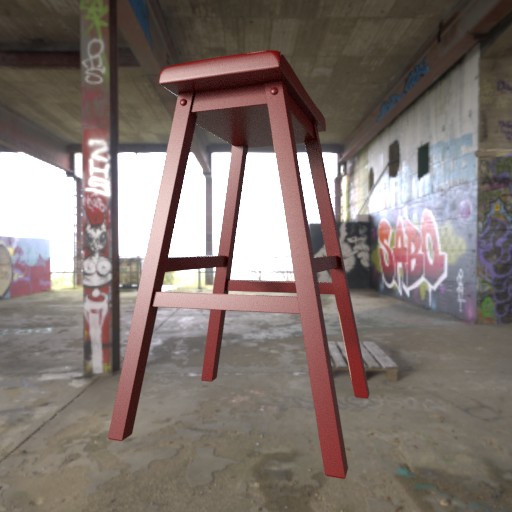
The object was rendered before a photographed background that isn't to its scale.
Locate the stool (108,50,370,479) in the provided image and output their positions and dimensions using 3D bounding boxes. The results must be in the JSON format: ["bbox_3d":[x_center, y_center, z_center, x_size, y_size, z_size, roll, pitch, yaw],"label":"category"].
[{"bbox_3d":[0.000,0.000,1.028,0.476,0.737,0.457,0,1,19],"label":"stool"}]
